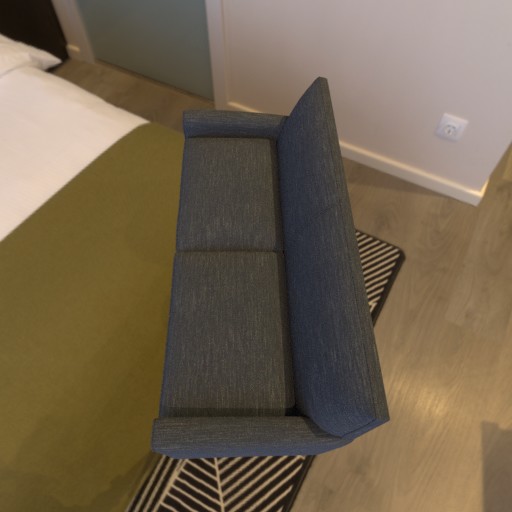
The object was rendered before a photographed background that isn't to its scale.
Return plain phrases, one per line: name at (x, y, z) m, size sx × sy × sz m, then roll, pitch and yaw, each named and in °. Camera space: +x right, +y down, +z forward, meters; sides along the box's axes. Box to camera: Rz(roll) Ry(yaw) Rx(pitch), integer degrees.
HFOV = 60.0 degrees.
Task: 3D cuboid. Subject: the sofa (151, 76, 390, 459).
sofa at (0.000, 0.000, 2.371) m, size 0.875 × 0.846 × 1.976 m, roll -1°, pitch 57°, yaw -1°
